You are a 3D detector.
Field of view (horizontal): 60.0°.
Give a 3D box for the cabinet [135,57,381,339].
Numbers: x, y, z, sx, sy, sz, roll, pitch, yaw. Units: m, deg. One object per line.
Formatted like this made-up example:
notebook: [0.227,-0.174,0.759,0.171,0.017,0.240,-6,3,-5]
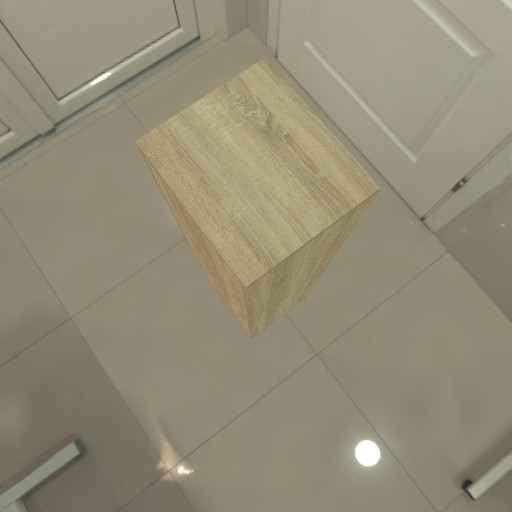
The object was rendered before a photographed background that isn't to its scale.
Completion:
cabinet: [0.000,0.000,2.147,0.450,1.960,0.510,-36,78,-9]
